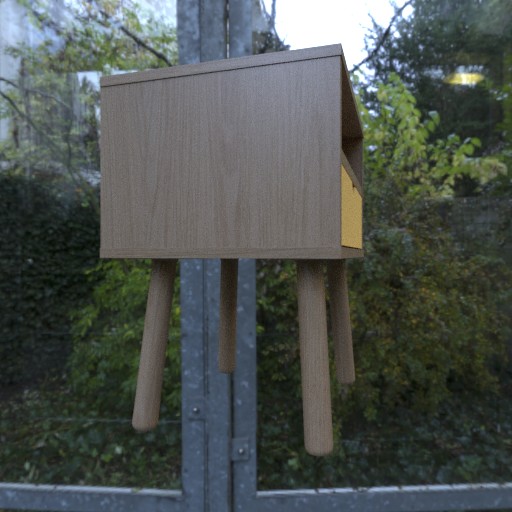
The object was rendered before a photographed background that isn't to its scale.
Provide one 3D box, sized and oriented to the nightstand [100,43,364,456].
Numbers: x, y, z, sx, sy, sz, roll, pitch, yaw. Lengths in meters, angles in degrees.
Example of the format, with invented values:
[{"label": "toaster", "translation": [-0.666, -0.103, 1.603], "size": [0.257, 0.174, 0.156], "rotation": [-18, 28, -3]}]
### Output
[{"label": "nightstand", "translation": [0.000, 0.000, 0.864], "size": [0.380, 0.571, 0.450], "rotation": [0, 0, 17]}]
